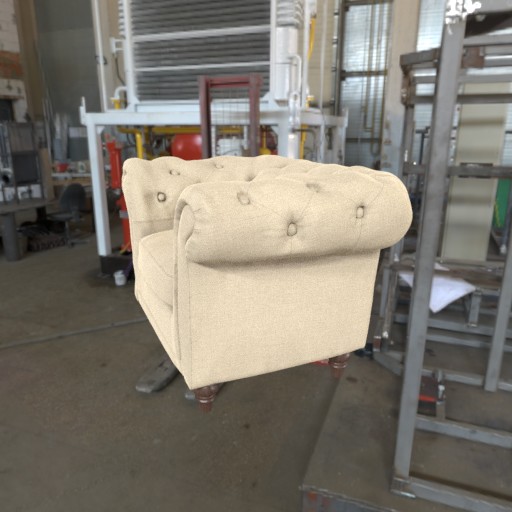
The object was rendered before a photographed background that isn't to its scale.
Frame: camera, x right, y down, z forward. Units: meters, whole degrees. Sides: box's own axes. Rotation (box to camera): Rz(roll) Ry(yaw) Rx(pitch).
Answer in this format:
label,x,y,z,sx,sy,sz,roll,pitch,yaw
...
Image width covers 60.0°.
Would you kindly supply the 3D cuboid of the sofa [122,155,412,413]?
label,x,y,z,sx,sy,sz,roll,pitch,yaw
sofa,0.000,0.000,2.087,1.034,0.878,1.405,-7,17,-24
